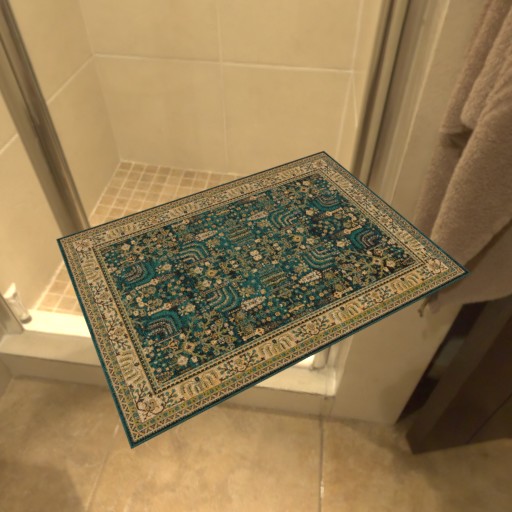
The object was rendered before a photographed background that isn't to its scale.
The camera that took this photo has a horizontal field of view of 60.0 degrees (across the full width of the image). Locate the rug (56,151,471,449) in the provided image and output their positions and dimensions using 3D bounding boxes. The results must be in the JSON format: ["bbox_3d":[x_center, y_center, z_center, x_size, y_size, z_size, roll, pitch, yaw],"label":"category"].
[{"bbox_3d":[0.000,0.000,2.900,2.213,0.013,1.594,-22,50,-20],"label":"rug"}]
